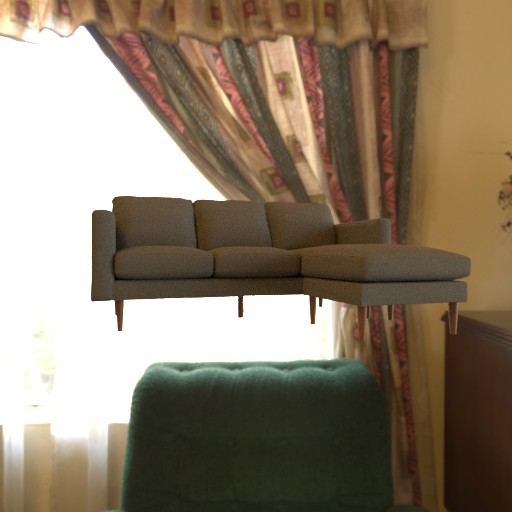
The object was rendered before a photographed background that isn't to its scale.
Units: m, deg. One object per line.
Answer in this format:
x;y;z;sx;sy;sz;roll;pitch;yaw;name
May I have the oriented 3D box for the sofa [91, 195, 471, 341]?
0.000;0.000;2.905;2.031;0.897;1.591;0;0;-19;sofa
